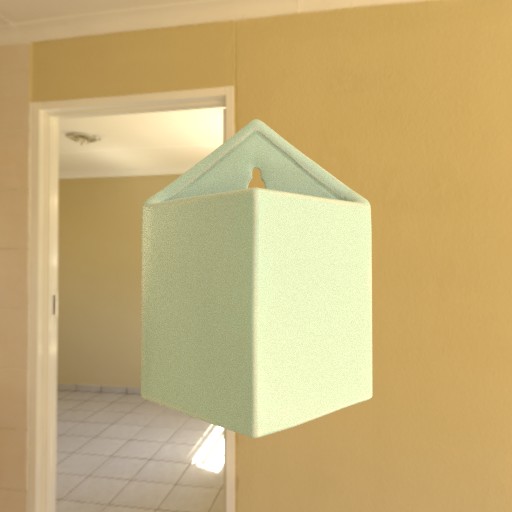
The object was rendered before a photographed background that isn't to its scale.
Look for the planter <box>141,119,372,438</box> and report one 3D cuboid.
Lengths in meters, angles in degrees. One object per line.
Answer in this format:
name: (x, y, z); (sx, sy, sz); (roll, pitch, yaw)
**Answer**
planter: (0.000, 0.000, 0.279); (0.164, 0.197, 0.079); (0, -1, 0)
